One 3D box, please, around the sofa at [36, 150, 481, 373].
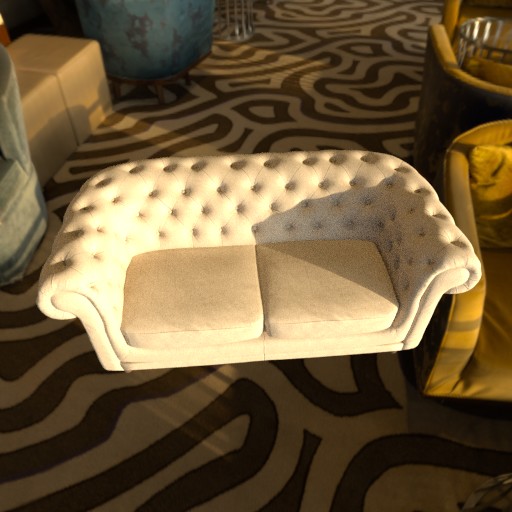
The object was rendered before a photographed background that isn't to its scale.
[{"bbox_3d":[0.000,0.000,2.498,1.988,0.835,1.069,-3,45,-3],"label":"sofa"}]
